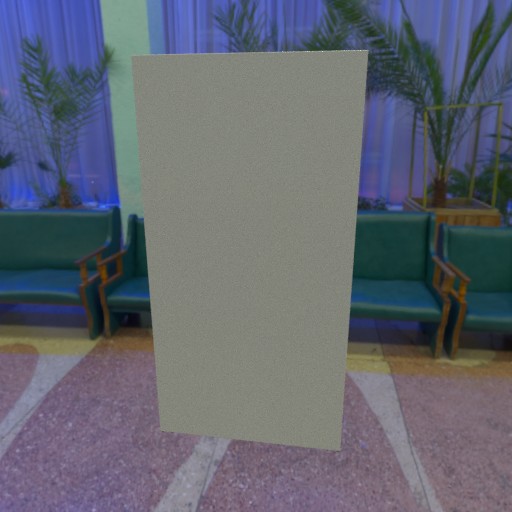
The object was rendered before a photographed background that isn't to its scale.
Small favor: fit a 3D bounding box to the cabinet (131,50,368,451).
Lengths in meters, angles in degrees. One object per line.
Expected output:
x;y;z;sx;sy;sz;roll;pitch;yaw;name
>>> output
0.000;0.000;2.368;0.980;1.920;0.580;3;18;9;cabinet
